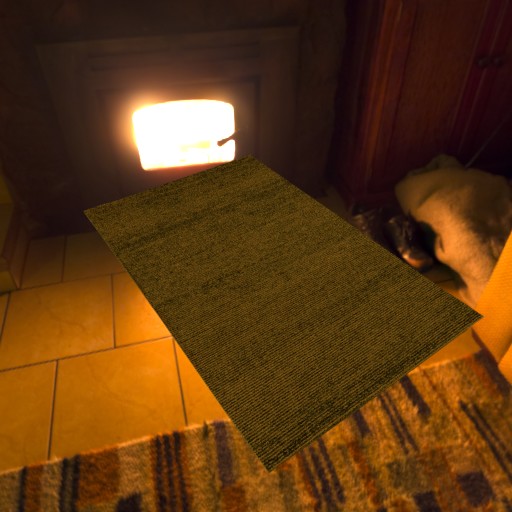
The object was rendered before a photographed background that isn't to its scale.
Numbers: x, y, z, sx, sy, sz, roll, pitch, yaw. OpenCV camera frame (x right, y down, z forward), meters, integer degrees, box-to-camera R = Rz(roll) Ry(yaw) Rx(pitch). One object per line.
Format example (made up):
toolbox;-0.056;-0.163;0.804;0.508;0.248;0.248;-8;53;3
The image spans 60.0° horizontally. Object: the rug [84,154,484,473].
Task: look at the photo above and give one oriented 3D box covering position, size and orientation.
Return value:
rug;0.000;0.000;2.195;1.145;0.021;1.777;-24;46;-26
